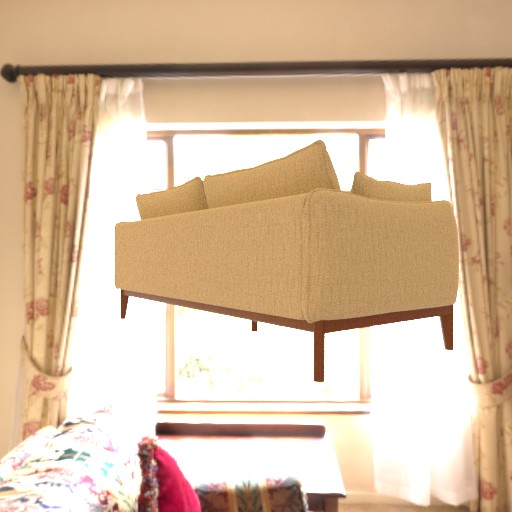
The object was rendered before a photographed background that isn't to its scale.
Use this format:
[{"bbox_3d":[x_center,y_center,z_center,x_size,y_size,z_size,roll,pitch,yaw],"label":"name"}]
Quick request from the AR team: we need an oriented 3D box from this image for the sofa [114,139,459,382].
[{"bbox_3d":[0.000,0.000,2.540,0.991,0.860,1.989,0,0,-37],"label":"sofa"}]
